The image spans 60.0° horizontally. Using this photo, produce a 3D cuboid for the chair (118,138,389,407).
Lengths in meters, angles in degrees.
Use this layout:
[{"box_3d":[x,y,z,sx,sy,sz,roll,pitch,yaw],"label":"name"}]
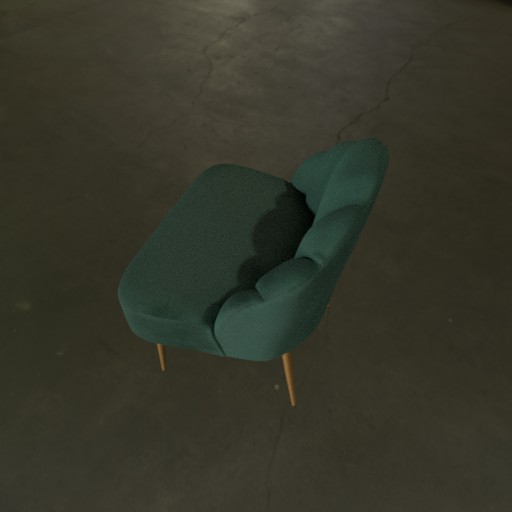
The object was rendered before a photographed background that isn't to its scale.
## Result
[{"box_3d":[0.000,0.000,1.304,0.599,0.819,0.657,16,49,14],"label":"chair"}]
